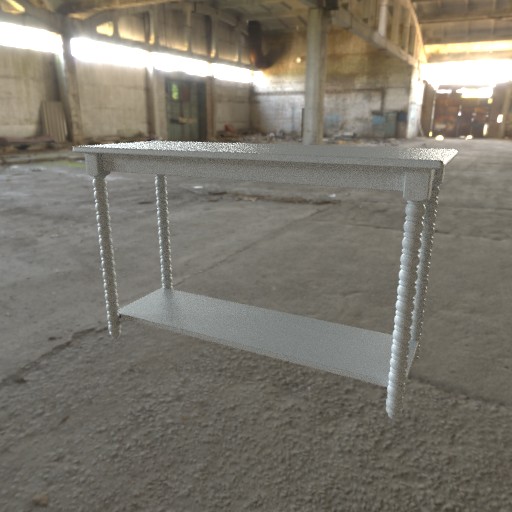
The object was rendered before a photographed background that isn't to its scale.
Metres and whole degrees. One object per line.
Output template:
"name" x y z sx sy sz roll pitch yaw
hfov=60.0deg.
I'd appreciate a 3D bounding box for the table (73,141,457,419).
"table" 0.000 0.000 1.556 1.184 0.740 0.459 9 19 26
